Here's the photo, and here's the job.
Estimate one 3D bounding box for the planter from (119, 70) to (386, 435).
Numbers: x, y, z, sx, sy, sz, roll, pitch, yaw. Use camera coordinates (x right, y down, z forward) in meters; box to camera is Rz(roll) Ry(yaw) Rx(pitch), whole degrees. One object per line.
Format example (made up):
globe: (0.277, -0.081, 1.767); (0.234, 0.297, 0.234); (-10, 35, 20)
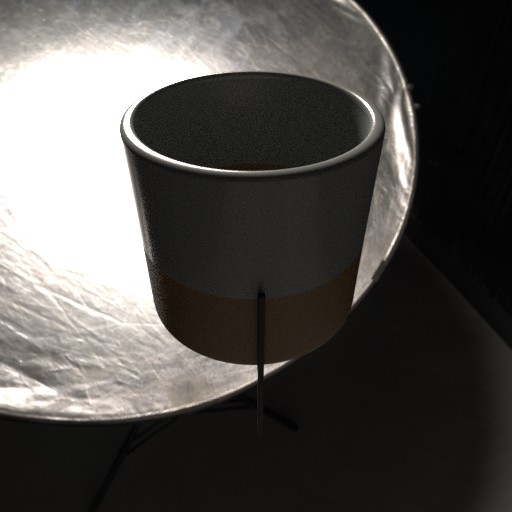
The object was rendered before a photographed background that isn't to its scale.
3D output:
planter: (0.000, 0.000, 0.646); (0.310, 0.432, 0.310); (-12, 42, -14)
